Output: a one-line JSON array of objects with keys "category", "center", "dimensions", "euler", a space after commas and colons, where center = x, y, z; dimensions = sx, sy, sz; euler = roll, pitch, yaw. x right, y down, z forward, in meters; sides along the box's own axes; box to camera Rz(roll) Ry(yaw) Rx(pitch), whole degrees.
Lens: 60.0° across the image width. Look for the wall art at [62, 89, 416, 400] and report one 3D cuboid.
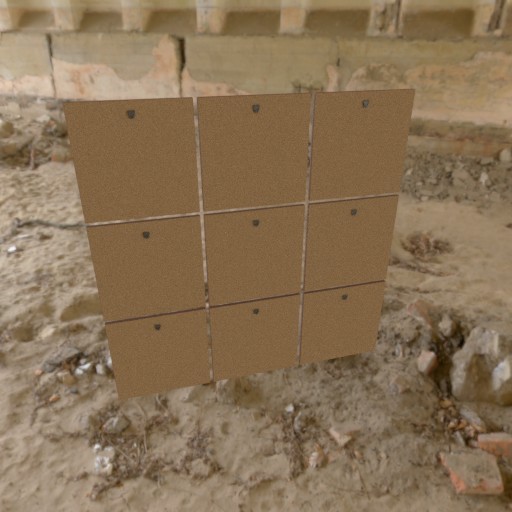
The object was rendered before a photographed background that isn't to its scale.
[{"category": "wall art", "center": [0.000, 0.000, 1.771], "dimensions": [1.221, 1.218, 0.024], "euler": [-7, 28, -14]}]
